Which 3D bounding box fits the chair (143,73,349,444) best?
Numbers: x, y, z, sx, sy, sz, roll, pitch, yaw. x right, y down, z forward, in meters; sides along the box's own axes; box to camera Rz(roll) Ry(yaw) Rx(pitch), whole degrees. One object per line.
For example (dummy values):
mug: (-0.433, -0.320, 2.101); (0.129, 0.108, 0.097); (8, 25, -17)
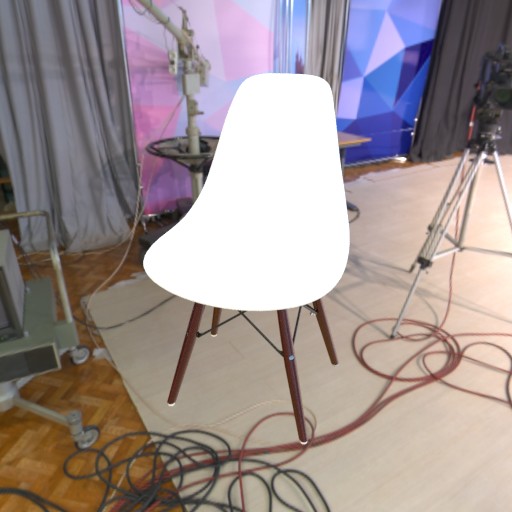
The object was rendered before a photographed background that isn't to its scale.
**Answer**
chair: (0.000, 0.000, 1.140); (0.470, 0.826, 0.533); (9, 29, 17)
